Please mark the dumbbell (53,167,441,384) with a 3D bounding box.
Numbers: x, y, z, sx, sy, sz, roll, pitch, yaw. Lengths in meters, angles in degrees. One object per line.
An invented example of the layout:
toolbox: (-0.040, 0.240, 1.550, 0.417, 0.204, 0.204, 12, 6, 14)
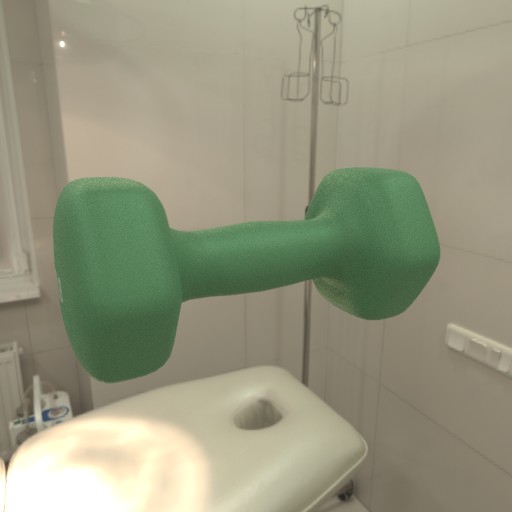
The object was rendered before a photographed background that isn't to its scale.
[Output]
dumbbell: (0.000, 0.000, 0.315, 0.260, 0.117, 0.129, -7, 17, -26)
